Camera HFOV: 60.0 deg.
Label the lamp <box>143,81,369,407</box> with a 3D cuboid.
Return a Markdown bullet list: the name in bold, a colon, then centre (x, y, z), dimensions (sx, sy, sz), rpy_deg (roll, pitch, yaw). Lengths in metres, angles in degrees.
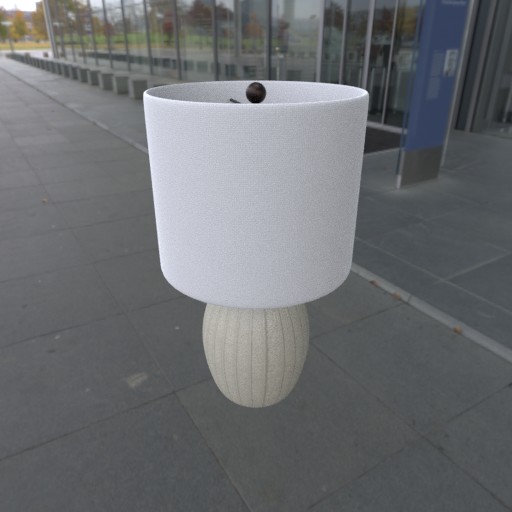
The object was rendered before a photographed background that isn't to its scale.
- **lamp**: centre (0.000, 0.000, 0.778), dimensions (0.329, 0.570, 0.329), rpy_deg (-8, 27, -15)
